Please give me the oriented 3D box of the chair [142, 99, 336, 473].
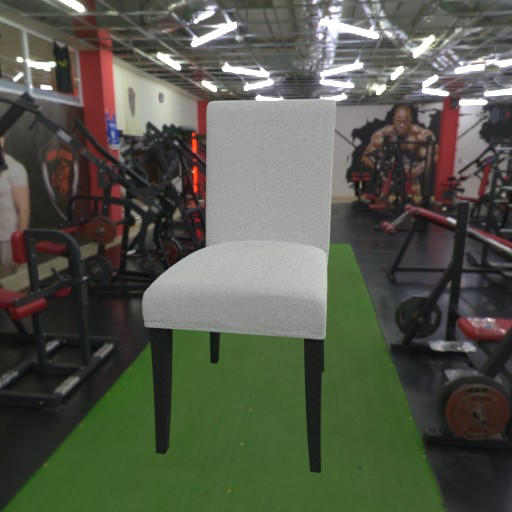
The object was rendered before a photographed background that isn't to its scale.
[{"bbox_3d":[0.000,0.000,1.370,0.452,0.976,0.708,2,14,10],"label":"chair"}]
